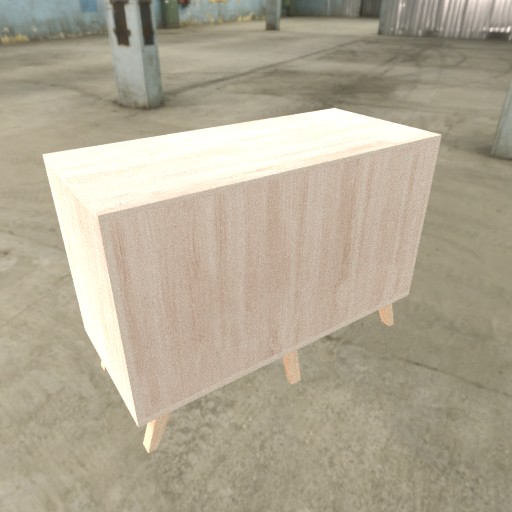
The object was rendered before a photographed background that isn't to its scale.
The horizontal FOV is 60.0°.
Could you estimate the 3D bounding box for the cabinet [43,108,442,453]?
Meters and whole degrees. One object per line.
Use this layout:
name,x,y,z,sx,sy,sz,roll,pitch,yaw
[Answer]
cabinet,0.000,0.000,1.531,1.110,0.780,0.500,-19,35,-29
